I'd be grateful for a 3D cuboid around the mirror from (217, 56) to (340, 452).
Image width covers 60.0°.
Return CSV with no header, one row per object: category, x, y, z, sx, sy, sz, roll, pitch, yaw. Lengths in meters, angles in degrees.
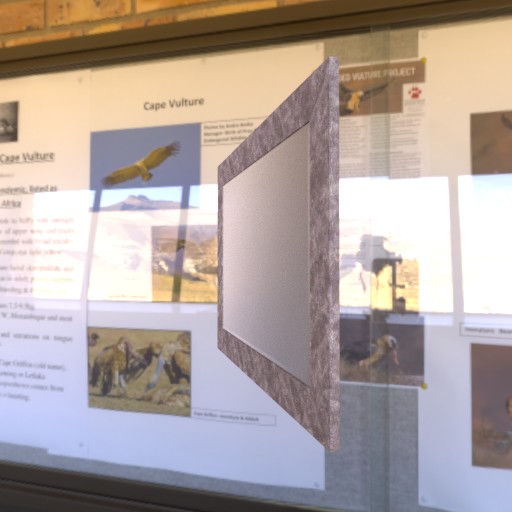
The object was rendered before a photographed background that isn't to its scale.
mirror,0.000,0.000,1.420,0.022,0.795,1.101,0,-1,-17
